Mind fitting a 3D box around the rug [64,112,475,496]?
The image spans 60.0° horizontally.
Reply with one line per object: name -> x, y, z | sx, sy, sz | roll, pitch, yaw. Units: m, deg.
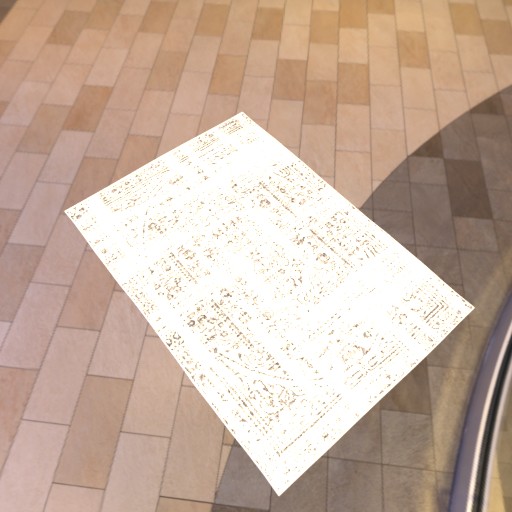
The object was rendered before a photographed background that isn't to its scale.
rug -> 0.000, 0.000, 3.091 | 1.706, 0.026, 2.438 | -35, 65, -19
